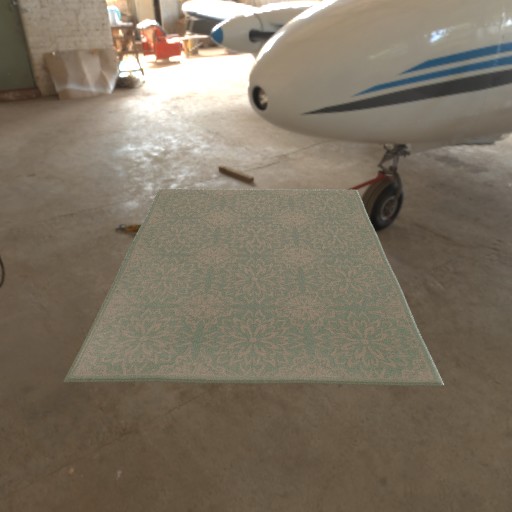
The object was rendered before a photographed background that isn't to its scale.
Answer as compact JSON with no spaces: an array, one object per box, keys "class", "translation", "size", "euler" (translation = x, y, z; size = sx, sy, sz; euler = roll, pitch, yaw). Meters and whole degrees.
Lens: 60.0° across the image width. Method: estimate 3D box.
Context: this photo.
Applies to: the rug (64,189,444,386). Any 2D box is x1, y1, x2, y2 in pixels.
[{"class":"rug","translation":[0.000,0.000,4.009],"size":[2.363,0.012,2.980],"euler":[0,32,1]}]
